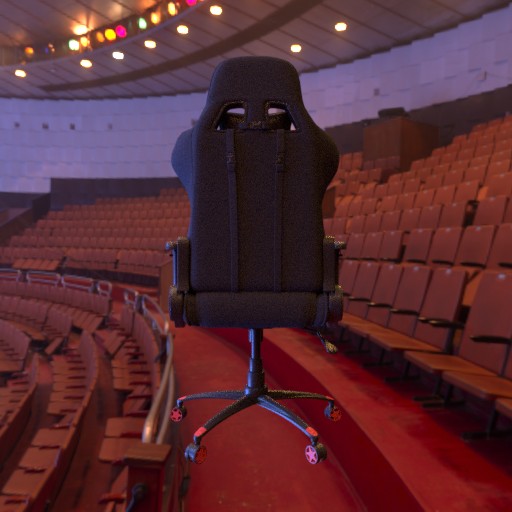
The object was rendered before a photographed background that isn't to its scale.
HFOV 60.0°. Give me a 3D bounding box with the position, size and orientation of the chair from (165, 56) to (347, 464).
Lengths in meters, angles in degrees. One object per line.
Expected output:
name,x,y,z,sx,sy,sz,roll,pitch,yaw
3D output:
chair,0.000,0.000,1.721,0.695,1.326,0.658,0,0,0
